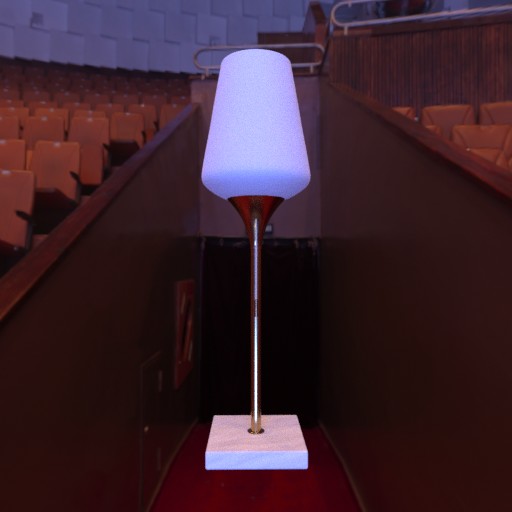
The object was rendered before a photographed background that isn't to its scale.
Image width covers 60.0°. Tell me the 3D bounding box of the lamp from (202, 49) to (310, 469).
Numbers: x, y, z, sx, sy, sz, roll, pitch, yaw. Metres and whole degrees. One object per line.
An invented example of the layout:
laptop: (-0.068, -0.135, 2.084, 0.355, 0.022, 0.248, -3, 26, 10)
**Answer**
lamp: (0.000, 0.000, 0.740, 0.181, 0.639, 0.181, 0, 0, -1)
